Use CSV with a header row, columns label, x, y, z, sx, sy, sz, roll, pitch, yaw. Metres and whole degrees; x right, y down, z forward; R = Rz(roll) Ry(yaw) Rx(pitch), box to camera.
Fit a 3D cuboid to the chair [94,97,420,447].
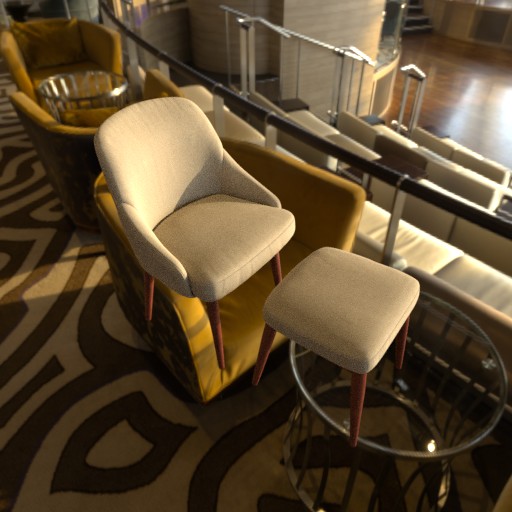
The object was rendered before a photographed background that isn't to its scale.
label,x,y,z,sx,sy,sz,roll,pitch,yaw
chair,0.000,0.000,1.600,1.114,0.866,0.584,25,45,28
